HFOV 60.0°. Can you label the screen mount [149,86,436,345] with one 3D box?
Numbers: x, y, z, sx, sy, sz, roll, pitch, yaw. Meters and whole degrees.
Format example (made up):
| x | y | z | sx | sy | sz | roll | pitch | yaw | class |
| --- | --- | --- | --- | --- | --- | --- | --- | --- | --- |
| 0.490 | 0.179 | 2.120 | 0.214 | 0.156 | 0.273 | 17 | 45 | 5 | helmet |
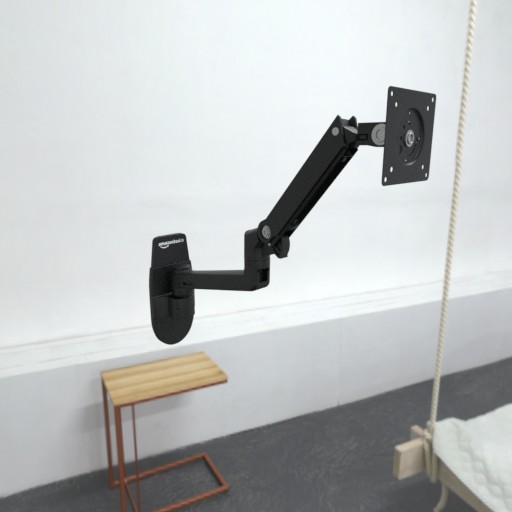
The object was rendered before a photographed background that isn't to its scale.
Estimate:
| x | y | z | sx | sy | sz | roll | pitch | yaw | class |
| --- | --- | --- | --- | --- | --- | --- | --- | --- | --- |
| 0.000 | 0.000 | 0.716 | 0.495 | 0.466 | 0.115 | 14 | 20 | 43 | screen mount |
